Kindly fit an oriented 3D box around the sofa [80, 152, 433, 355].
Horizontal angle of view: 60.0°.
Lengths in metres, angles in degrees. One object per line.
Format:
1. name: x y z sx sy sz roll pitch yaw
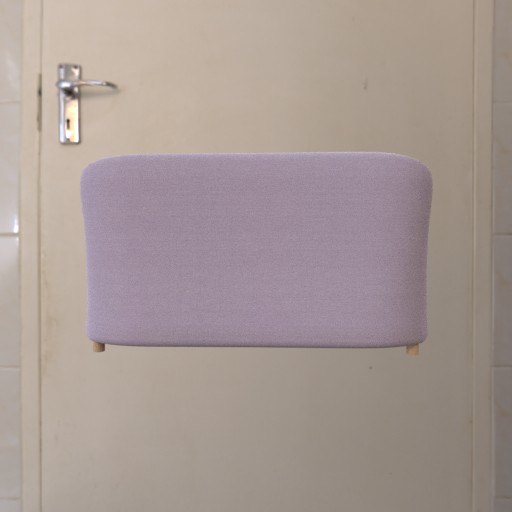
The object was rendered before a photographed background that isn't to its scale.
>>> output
1. sofa: 0.000 0.000 1.859 1.452 0.721 0.705 0 0 2
